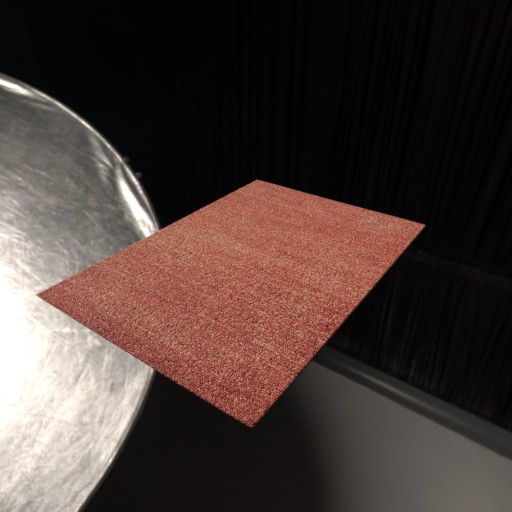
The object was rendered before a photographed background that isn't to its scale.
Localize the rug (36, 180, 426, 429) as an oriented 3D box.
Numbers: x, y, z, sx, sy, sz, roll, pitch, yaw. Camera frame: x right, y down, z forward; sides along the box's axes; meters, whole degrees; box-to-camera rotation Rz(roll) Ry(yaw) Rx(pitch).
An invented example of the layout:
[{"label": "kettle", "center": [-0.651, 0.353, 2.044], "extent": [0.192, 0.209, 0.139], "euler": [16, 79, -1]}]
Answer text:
[{"label": "rug", "center": [0.000, 0.000, 5.289], "extent": [2.803, 0.025, 3.965], "euler": [21, 37, 30]}]
